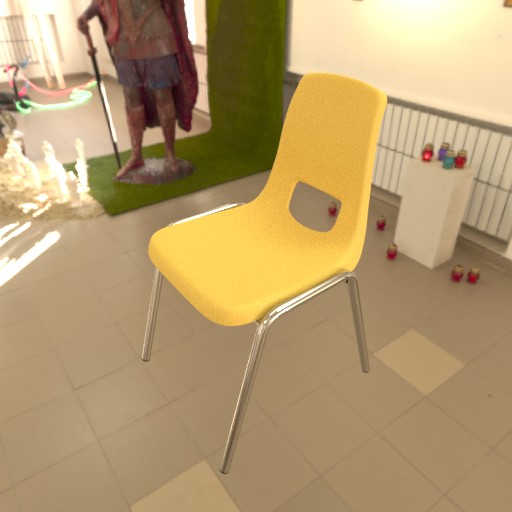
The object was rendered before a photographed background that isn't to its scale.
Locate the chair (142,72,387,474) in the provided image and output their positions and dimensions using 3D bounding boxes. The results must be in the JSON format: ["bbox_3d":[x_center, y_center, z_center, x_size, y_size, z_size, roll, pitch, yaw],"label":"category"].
[{"bbox_3d":[0.000,0.000,0.912,0.436,0.653,0.381,-22,39,-30],"label":"chair"}]
